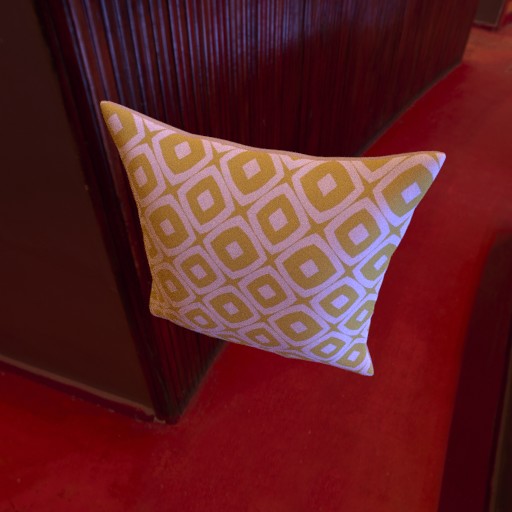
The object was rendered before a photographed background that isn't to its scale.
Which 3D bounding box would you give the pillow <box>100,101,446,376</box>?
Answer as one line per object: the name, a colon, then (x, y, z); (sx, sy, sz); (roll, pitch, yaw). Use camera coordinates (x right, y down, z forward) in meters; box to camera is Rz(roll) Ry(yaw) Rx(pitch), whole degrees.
pillow: (0.000, 0.000, 0.781); (0.504, 0.494, 0.188); (13, 44, 14)
